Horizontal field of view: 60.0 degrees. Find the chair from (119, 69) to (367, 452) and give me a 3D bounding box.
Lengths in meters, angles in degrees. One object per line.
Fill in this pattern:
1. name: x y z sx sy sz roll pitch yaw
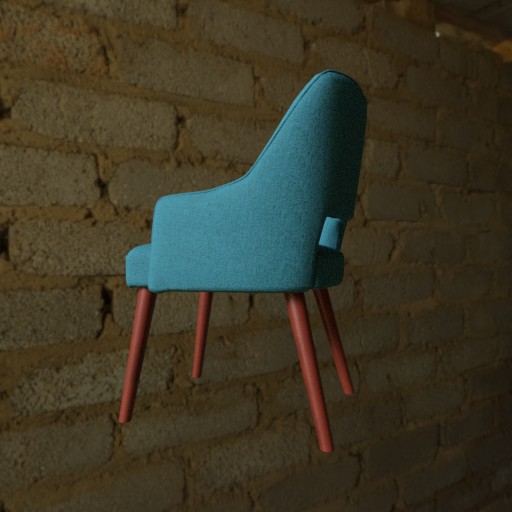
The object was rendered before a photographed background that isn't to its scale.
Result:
1. chair: 0.000 0.000 1.243 0.605 0.849 0.548 0 1 19
